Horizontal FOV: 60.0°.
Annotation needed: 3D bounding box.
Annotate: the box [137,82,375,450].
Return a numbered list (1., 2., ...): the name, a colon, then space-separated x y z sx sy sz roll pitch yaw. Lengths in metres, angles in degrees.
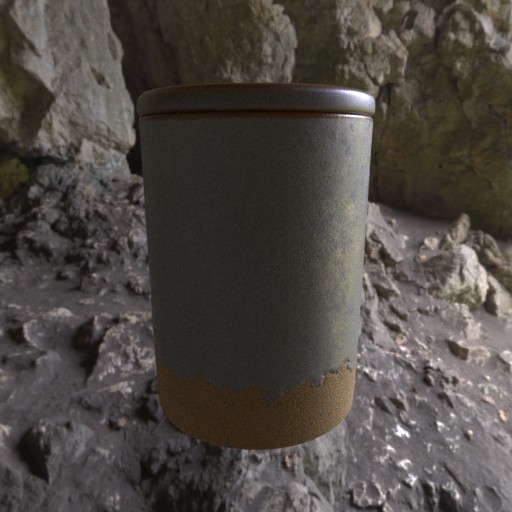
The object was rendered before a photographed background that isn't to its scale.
1. box: 0.000 0.000 0.246 0.118 0.168 0.118 0 14 0
